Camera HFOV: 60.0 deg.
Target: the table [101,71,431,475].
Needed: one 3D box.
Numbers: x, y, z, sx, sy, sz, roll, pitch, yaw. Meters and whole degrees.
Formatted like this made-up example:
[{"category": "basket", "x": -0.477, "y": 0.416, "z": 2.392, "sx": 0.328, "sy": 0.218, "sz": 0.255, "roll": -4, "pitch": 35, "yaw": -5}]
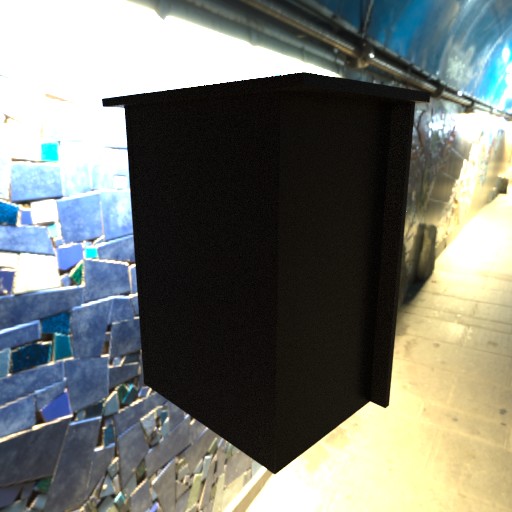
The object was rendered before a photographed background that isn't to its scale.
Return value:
[{"category": "table", "x": 0.000, "y": 0.000, "z": 1.041, "sx": 0.589, "sy": 0.711, "sz": 0.408, "roll": 14, "pitch": 20, "yaw": 43}]
